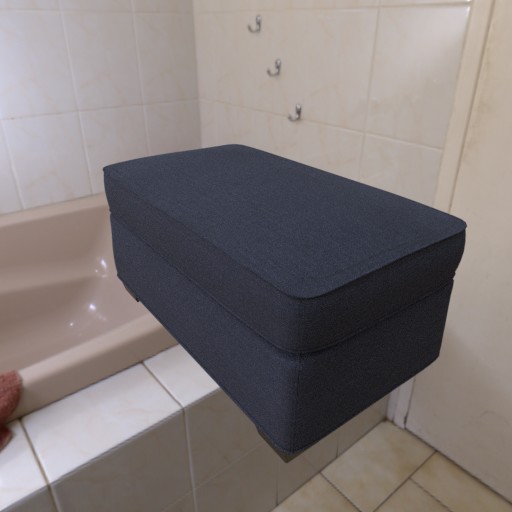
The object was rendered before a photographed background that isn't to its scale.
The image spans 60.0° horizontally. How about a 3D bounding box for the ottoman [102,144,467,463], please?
[{"bbox_3d":[0.000,0.000,1.189,0.505,0.453,0.895,-19,33,-32],"label":"ottoman"}]
